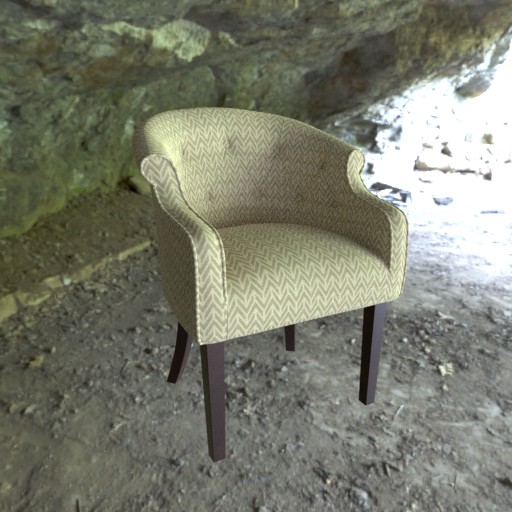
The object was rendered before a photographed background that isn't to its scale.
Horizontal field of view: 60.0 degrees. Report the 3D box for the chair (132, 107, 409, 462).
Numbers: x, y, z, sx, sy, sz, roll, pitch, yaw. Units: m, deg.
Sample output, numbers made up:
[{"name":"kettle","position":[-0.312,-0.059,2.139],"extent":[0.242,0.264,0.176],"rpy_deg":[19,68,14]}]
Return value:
[{"name":"chair","position":[0.000,0.000,1.315],"extent":[0.686,0.858,0.613],"rpy_deg":[-8,18,-28]}]
